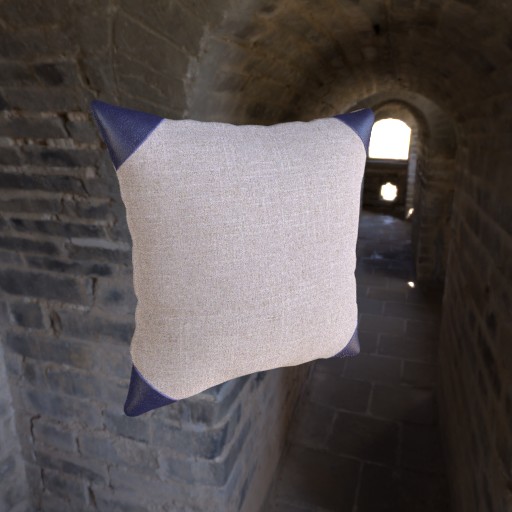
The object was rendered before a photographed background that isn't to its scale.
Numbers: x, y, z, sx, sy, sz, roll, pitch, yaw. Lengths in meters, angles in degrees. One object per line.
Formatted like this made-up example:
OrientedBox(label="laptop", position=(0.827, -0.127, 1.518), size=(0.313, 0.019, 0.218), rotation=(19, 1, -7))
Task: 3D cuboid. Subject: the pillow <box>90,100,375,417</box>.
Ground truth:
OrientedBox(label="pillow", position=(0.000, 0.000, 0.680), size=(0.440, 0.441, 0.147), rotation=(-8, 18, -27))
